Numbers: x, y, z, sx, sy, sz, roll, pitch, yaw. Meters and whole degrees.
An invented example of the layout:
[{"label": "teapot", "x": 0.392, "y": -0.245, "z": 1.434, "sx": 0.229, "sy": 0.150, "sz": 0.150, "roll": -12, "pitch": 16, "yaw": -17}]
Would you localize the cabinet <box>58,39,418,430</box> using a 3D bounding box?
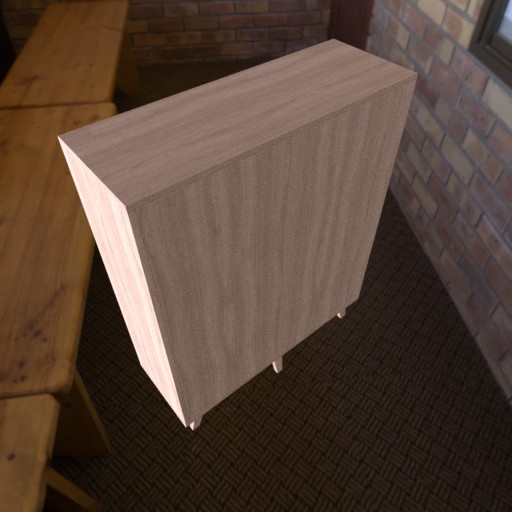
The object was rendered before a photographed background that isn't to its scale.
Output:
[{"label": "cabinet", "x": 0.000, "y": 0.000, "z": 1.877, "sx": 1.111, "sy": 1.388, "sz": 0.398, "roll": -31, "pitch": 54, "yaw": -26}]
